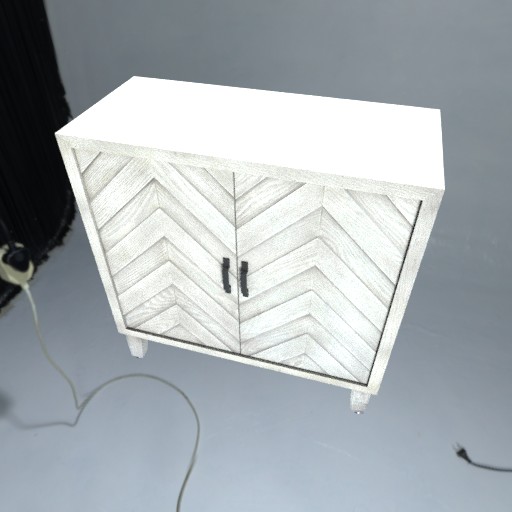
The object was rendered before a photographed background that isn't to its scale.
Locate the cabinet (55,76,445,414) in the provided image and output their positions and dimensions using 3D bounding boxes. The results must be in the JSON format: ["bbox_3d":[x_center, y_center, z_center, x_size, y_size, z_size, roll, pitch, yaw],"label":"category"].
[{"bbox_3d":[0.000,0.000,1.235,0.781,0.787,0.370,11,42,12],"label":"cabinet"}]
